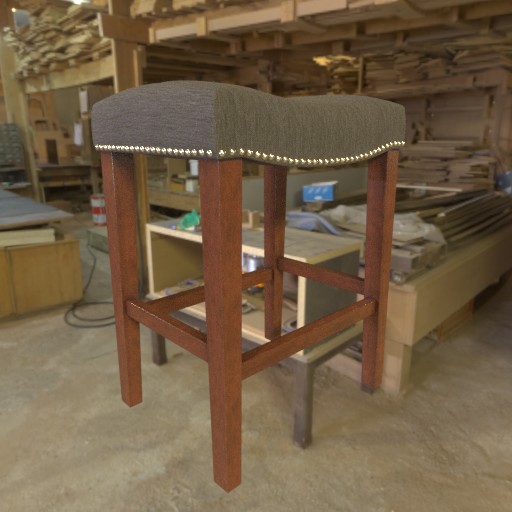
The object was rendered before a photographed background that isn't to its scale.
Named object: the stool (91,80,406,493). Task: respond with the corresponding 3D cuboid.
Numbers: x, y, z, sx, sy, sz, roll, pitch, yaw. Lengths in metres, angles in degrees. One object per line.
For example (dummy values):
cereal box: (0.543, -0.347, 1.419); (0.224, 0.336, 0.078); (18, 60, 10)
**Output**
stool: (0.000, 0.000, 0.930); (0.504, 0.654, 0.372); (-15, 21, -42)
